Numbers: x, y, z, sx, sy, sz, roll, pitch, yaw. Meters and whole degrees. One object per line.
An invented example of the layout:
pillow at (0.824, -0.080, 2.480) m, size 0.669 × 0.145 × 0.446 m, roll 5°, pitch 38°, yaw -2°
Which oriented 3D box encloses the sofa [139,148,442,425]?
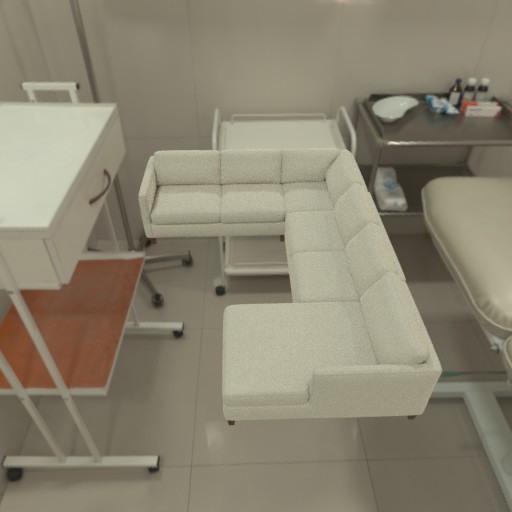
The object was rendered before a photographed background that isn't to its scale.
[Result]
sofa at (0.000, 0.000, 4.441) m, size 2.551 × 0.853 × 3.238 m, roll -1°, pitch 41°, yaw -1°
